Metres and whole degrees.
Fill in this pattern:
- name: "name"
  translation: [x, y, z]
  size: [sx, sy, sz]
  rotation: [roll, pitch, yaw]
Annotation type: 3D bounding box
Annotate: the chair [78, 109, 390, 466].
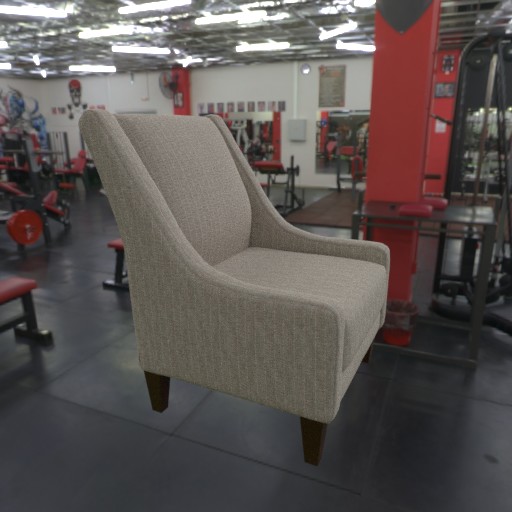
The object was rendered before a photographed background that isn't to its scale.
- name: "chair"
  translation: [0.000, 0.000, 1.626]
  size: [0.870, 1.014, 0.774]
  rotation: [8, 18, 25]
